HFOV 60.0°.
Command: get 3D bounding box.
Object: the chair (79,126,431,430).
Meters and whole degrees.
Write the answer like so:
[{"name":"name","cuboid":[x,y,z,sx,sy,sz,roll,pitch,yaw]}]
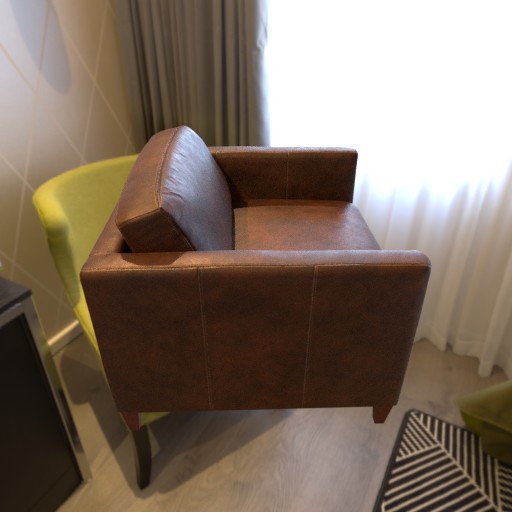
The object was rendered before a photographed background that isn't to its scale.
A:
[{"name":"chair","cuboid":[0.000,0.000,1.736,0.975,0.864,0.990,-1,32,-2]}]
